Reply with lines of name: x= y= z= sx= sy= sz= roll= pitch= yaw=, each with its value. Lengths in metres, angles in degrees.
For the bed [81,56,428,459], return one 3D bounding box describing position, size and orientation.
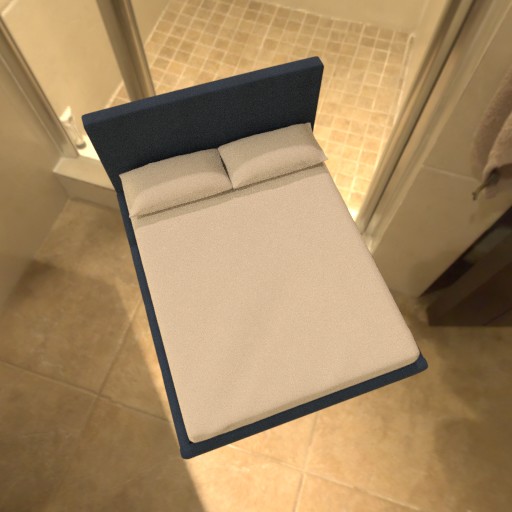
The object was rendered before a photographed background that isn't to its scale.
bed: x=0.000 y=0.000 z=3.131 sx=1.723 sy=1.231 sz=2.172 roll=-17 pitch=66 yaw=-8
